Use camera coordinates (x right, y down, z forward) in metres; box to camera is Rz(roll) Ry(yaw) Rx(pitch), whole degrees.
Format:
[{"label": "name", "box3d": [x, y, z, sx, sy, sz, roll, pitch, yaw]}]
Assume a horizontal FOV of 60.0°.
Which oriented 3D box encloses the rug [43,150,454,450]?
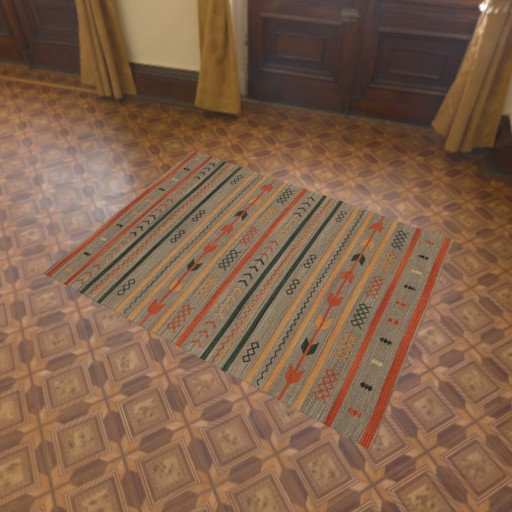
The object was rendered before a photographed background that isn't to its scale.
[{"label": "rug", "box3d": [0.000, 0.000, 4.041, 3.029, 0.022, 2.263, 23, 50, 20]}]
